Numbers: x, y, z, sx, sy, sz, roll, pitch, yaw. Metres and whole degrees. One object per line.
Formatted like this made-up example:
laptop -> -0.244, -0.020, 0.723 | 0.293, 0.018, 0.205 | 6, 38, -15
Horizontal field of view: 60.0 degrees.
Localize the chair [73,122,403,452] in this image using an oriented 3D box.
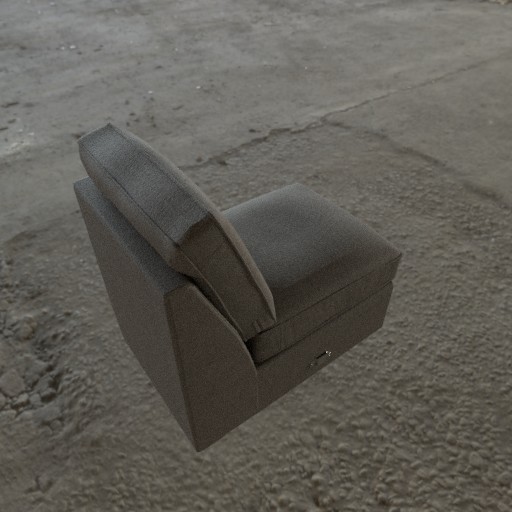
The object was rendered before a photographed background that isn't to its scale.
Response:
chair -> 0.000, 0.000, 1.570 | 0.938, 0.970, 0.621 | -26, 47, -27
